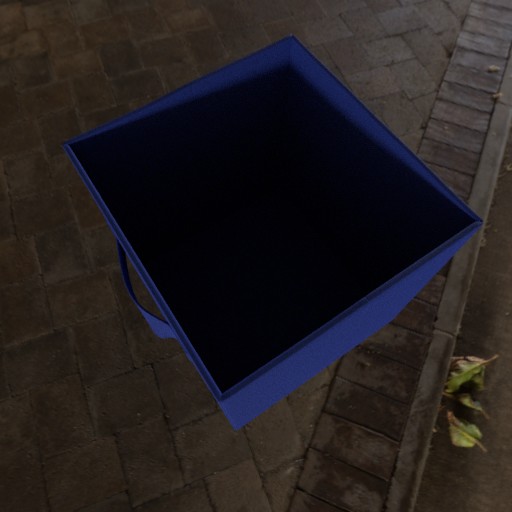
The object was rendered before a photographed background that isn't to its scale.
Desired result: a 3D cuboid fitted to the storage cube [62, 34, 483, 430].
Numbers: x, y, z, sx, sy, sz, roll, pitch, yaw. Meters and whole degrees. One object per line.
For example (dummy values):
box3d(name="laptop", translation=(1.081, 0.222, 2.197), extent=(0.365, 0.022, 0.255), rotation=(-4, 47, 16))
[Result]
box3d(name="storage cube", translation=(0.000, 0.000, 0.497), extent=(0.270, 0.280, 0.270), rotation=(-31, 69, -14))
